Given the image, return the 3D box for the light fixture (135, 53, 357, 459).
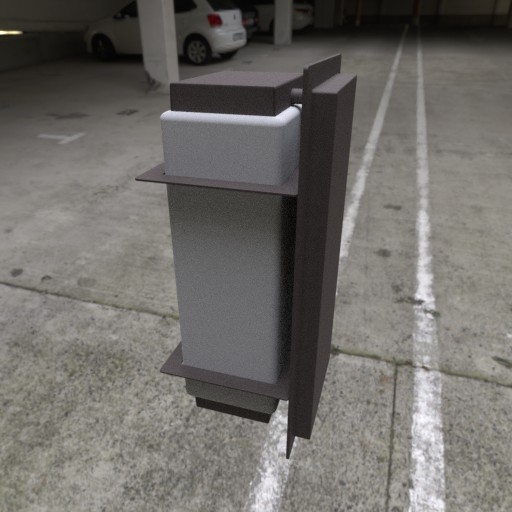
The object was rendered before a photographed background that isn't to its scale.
[{"bbox_3d":[0.000,0.000,0.423,0.146,0.347,0.153,8,28,15],"label":"light fixture"}]
